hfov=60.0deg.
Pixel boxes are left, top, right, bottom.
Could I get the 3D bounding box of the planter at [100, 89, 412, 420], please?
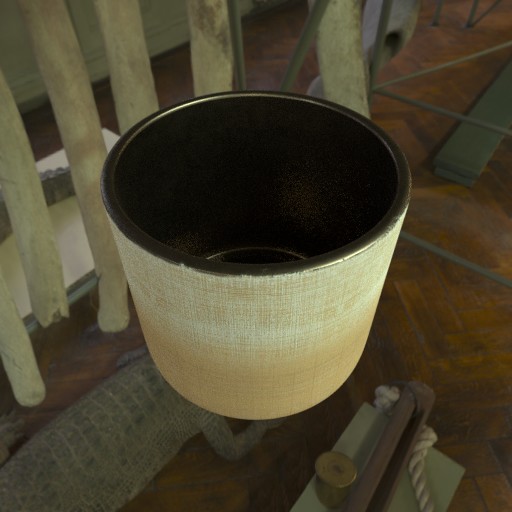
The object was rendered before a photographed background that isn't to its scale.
[{"bbox_3d":[0.000,0.000,0.388,0.221,0.201,0.221,0,47,0],"label":"planter"}]
